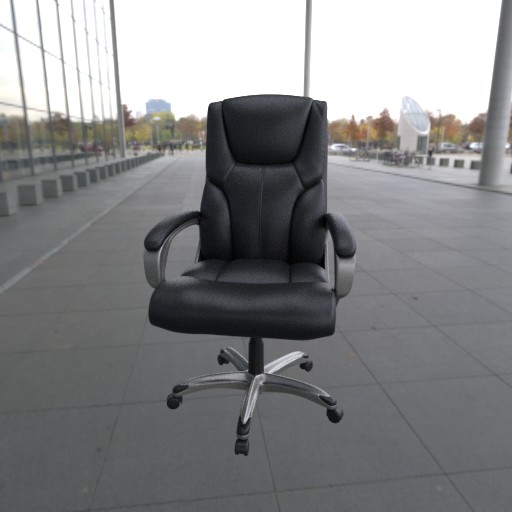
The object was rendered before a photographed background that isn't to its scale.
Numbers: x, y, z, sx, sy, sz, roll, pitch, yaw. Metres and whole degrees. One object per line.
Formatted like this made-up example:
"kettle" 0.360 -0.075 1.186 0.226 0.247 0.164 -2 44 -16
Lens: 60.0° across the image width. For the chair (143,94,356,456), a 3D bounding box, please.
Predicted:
"chair" 0.000 0.000 1.582 0.663 1.155 0.739 2 14 8
